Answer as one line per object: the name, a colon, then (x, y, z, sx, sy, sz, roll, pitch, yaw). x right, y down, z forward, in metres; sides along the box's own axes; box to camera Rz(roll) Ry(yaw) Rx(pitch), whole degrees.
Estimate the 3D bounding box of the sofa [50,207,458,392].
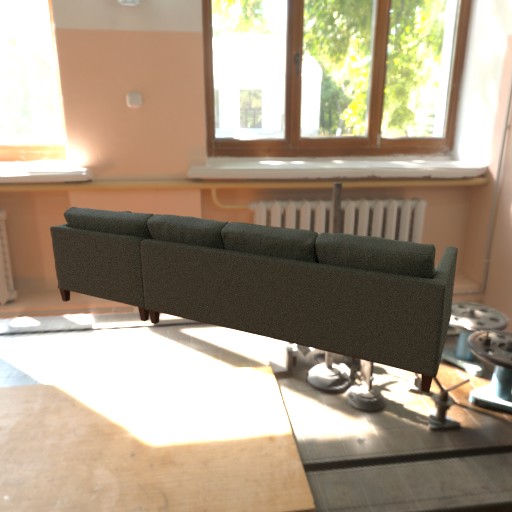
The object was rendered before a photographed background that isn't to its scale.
sofa: (0.000, 0.000, 3.855, 3.186, 0.861, 1.625, 8, 18, 26)
